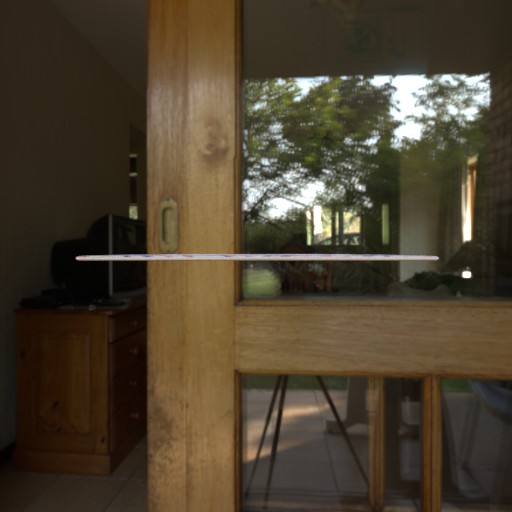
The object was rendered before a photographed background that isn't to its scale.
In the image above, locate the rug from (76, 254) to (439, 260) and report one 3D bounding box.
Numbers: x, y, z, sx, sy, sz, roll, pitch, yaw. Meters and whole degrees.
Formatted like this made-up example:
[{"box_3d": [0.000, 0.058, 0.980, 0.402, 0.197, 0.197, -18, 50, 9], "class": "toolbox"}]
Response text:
[{"box_3d": [0.000, 0.000, 3.069, 1.521, 0.023, 2.464, 0, 0, 0], "class": "rug"}]
